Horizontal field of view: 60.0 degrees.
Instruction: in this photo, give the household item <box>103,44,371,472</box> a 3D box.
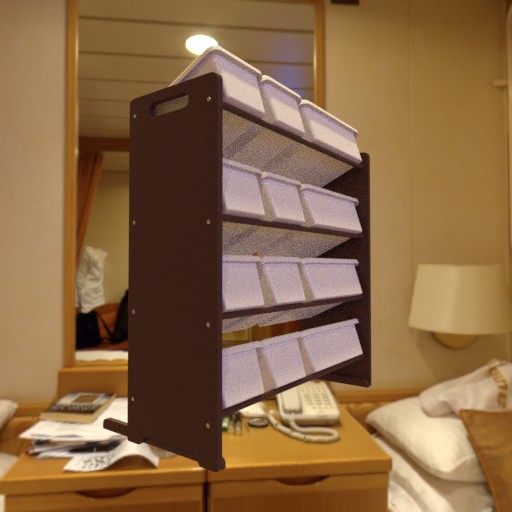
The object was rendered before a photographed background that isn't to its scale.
[{"bbox_3d":[0.000,0.000,1.298,0.389,0.864,0.787,-1,-2,36],"label":"household item"}]
